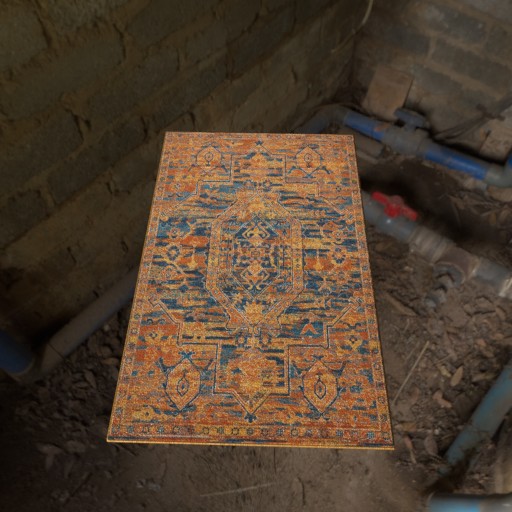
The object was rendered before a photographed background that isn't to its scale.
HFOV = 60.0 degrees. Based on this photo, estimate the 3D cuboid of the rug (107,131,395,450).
[{"bbox_3d":[0.000,0.000,1.083,0.557,0.008,0.863,1,58,1],"label":"rug"}]
